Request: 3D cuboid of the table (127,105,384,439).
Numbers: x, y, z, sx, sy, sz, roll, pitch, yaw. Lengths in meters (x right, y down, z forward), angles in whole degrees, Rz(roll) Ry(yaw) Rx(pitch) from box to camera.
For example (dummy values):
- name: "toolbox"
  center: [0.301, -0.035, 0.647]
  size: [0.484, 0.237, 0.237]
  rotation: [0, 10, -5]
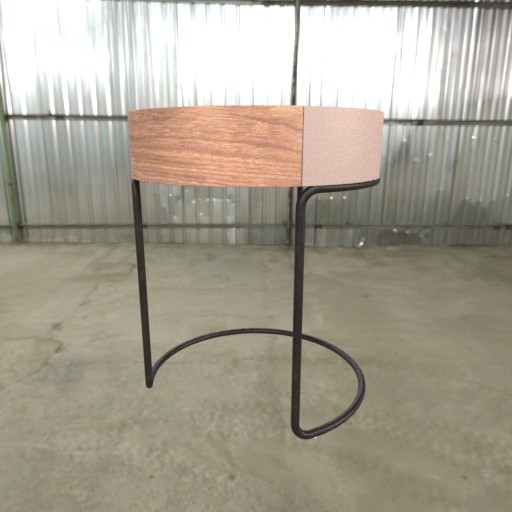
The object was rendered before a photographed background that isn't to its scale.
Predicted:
- name: "table"
  center: [0.000, 0.000, 0.870]
  size: [0.450, 0.530, 0.450]
  rotation: [0, 15, 0]
